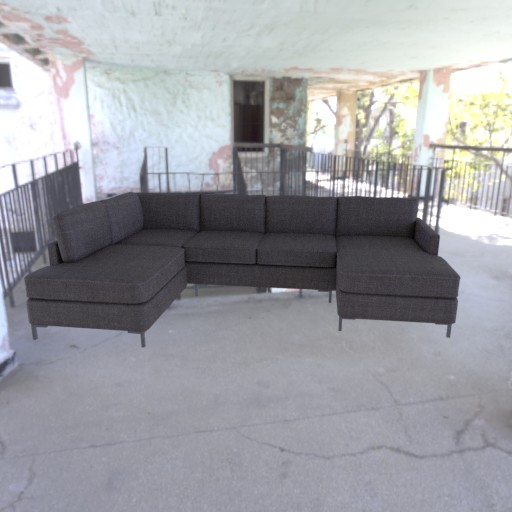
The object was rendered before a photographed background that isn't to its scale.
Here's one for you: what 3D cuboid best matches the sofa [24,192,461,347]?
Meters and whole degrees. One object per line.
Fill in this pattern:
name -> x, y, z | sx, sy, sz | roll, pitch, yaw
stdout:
sofa -> 0.000, 0.000, 4.200 | 3.423, 0.999, 2.048 | 2, 16, 8
